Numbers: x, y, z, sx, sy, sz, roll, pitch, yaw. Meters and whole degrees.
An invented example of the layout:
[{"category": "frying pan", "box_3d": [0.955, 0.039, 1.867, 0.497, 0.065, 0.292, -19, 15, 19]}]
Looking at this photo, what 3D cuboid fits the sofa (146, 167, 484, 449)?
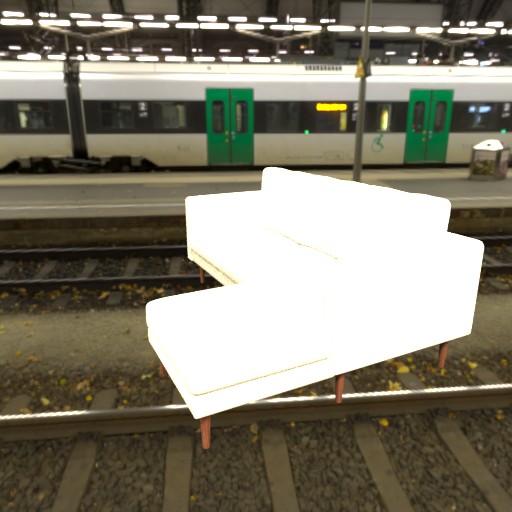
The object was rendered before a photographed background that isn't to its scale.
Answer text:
[{"category": "sofa", "box_3d": [0.000, 0.000, 2.802, 1.580, 0.899, 2.029, -9, 19, -26]}]
